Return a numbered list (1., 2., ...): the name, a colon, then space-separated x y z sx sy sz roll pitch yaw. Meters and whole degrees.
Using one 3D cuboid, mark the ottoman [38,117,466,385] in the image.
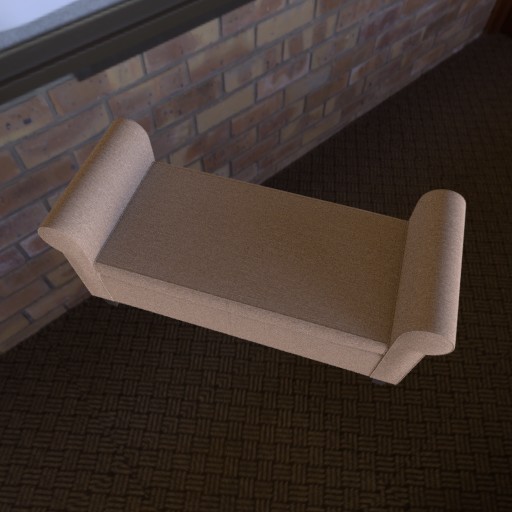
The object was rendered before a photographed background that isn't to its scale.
1. ottoman: 0.000 0.000 1.578 1.256 0.547 0.521 15 59 9
